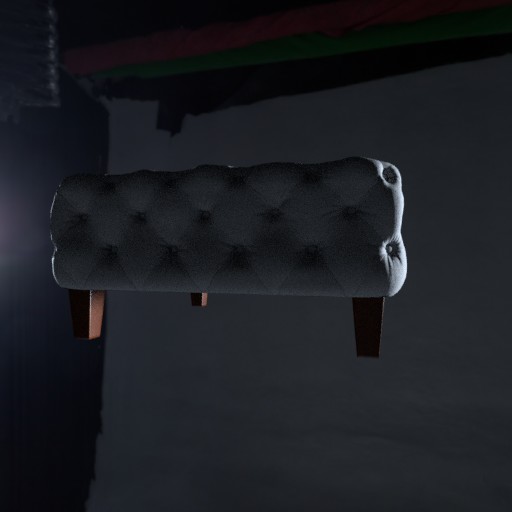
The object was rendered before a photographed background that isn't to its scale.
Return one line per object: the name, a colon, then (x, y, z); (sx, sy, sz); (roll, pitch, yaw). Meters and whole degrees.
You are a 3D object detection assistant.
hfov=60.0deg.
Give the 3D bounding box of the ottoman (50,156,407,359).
ottoman: (0.000, 0.000, 1.204); (0.758, 0.365, 0.764); (0, 1, 17)
